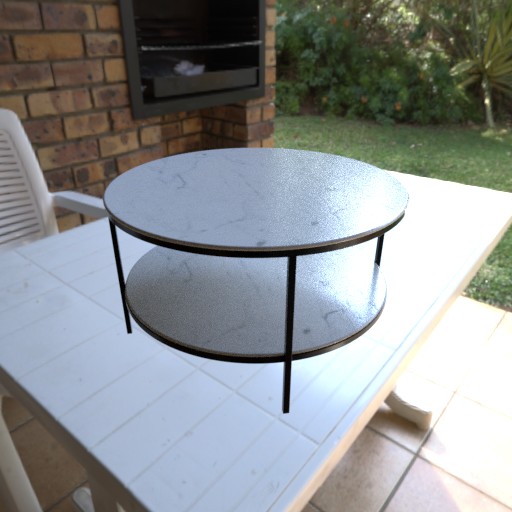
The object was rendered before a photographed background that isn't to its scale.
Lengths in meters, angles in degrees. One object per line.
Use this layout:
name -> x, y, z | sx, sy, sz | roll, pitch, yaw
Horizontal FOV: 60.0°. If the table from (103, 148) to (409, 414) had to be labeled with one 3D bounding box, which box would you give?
table -> 0.000, 0.000, 1.312 | 0.800, 0.450, 0.800 | 0, 27, 0
